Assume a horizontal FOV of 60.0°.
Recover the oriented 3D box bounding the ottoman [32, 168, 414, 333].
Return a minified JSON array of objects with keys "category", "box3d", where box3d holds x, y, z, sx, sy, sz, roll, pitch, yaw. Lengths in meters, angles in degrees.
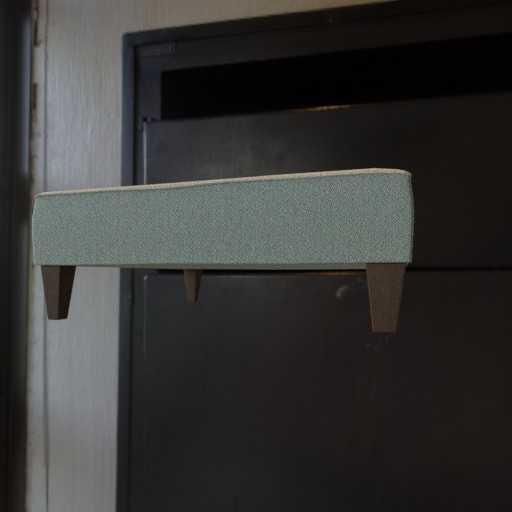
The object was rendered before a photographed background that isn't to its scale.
[{"category":"ottoman","box3d":[0.000,0.000,1.531,1.004,0.379,0.968,-1,-3,17]}]
